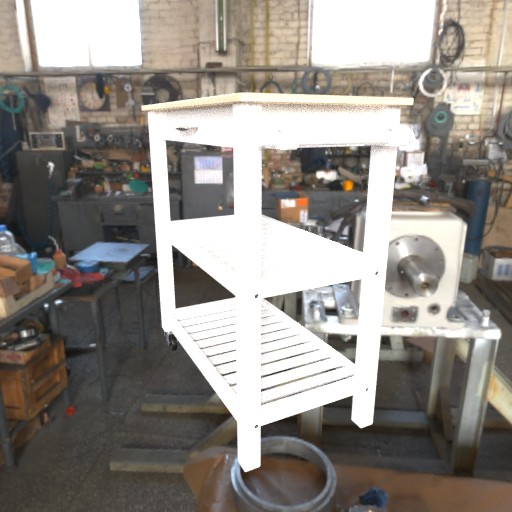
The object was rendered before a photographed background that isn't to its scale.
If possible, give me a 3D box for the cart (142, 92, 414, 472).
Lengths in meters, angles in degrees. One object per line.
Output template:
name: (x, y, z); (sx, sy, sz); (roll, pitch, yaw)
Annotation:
cart: (0.000, 0.000, 1.416); (0.457, 0.927, 0.899); (-8, 19, -26)
